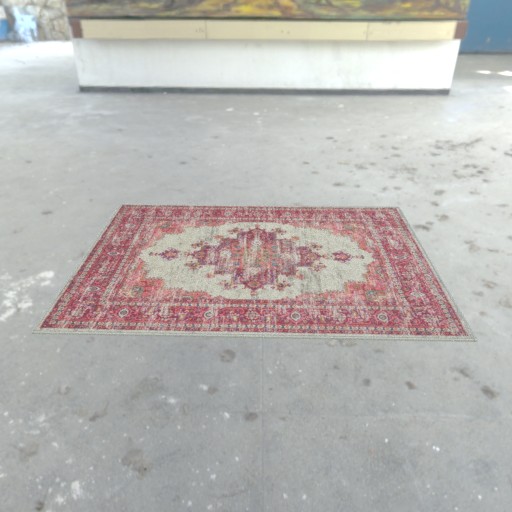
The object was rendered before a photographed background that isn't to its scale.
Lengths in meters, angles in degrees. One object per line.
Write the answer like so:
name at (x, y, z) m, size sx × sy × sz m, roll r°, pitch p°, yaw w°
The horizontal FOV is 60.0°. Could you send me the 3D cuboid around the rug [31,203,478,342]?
rug at (0.000, 0.000, 2.247) m, size 1.747 × 0.011 × 1.217 m, roll 1°, pitch 31°, yaw 1°
